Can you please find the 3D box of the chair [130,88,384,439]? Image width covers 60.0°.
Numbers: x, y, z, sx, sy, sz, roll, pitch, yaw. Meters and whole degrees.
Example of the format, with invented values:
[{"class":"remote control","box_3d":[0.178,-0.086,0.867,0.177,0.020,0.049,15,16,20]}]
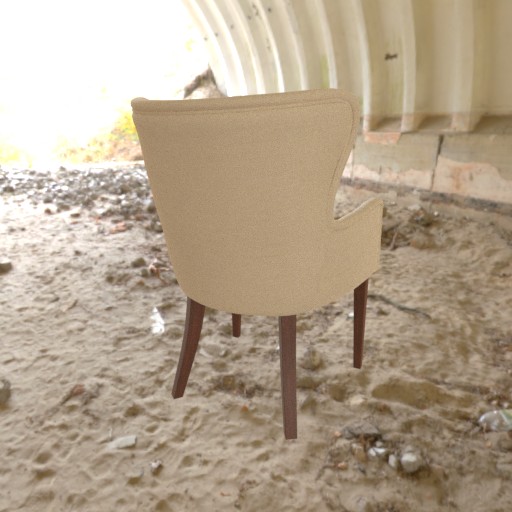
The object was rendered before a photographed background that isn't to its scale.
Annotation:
[{"class":"chair","box_3d":[0.000,0.000,1.465,0.696,0.990,0.744,9,18,28]}]
